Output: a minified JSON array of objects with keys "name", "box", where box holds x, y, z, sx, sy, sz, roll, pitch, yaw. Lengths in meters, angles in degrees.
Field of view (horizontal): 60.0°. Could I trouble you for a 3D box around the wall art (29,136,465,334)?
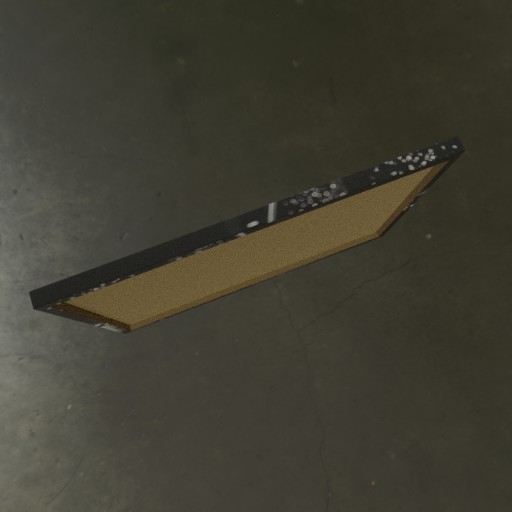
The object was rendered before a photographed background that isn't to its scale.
[{"name":"wall art","box":[0.000,0.000,1.174,0.914,0.609,0.038,-20,77,-5]}]
